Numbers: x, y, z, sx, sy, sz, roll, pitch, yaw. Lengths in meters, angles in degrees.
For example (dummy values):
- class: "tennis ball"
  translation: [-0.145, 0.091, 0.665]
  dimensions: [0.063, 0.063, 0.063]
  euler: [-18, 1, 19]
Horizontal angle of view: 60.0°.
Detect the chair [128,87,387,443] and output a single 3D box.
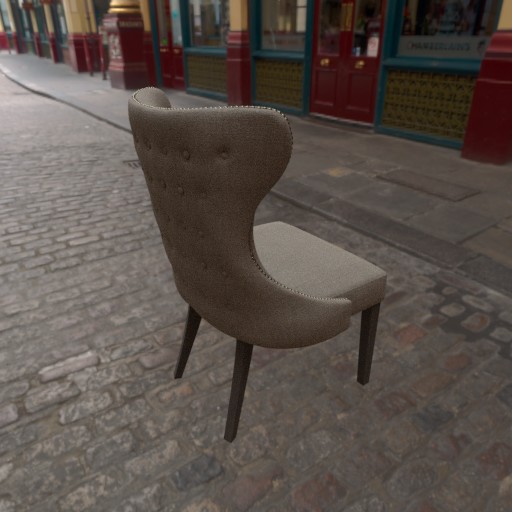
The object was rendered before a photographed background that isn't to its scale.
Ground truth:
- class: "chair"
  translation: [0.000, 0.000, 1.369]
  dimensions: [0.635, 0.967, 0.628]
  euler: [-18, 31, -32]
